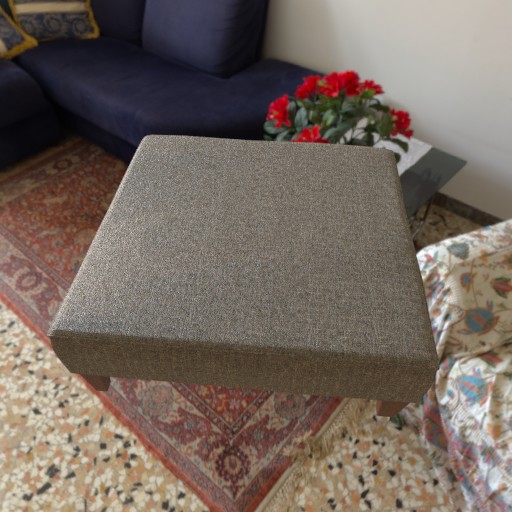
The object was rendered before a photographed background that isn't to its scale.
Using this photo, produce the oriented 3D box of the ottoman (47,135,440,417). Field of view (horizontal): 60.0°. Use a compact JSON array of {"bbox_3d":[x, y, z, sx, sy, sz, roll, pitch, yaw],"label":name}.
[{"bbox_3d":[0.000,0.000,1.543,1.016,0.379,0.981,4,47,4],"label":"ottoman"}]
